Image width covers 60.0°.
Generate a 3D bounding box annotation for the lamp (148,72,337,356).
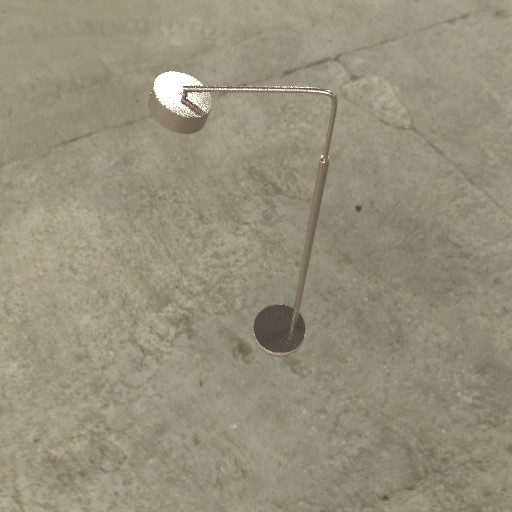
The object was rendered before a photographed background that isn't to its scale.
[{"bbox_3d":[0.000,0.000,1.369,0.421,1.250,0.222,1,59,0],"label":"lamp"}]
